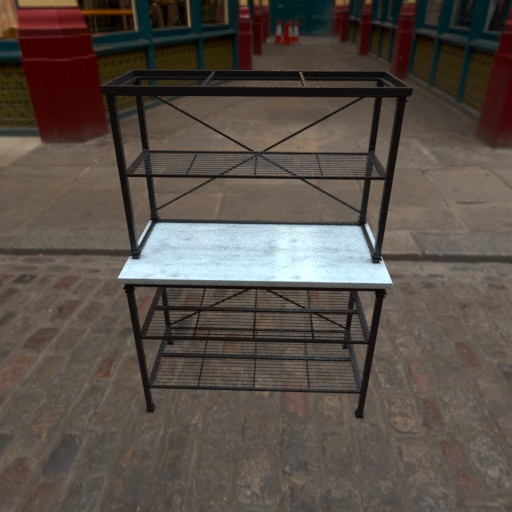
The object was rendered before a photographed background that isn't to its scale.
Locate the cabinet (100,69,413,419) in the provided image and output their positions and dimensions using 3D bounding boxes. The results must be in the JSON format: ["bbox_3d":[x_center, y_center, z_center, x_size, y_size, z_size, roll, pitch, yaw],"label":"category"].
[{"bbox_3d":[0.000,0.000,2.228,1.210,1.659,0.610,1,30,2],"label":"cabinet"}]
